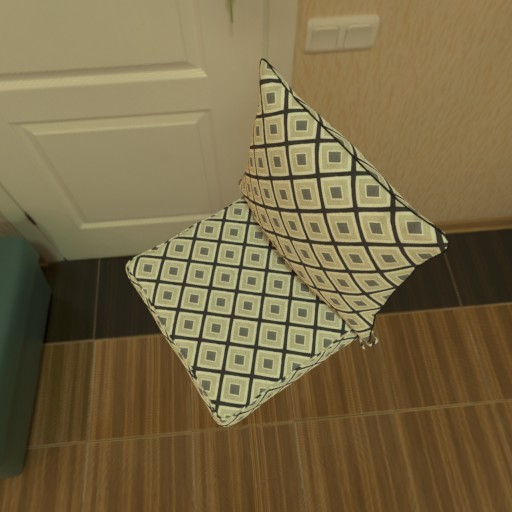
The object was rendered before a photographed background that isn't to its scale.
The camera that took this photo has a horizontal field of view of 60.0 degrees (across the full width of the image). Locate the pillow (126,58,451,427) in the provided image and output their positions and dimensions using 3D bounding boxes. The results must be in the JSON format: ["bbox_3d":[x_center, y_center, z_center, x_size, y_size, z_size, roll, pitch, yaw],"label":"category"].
[{"bbox_3d":[0.000,0.000,1.396,0.733,0.722,0.798,-31,67,-15],"label":"pillow"}]
